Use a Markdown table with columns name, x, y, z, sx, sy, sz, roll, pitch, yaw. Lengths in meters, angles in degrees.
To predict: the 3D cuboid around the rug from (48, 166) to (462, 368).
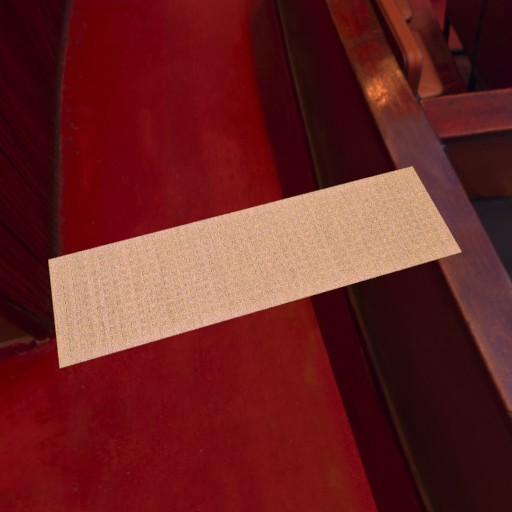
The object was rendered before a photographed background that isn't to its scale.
| name | x | y | z | sx | sy | sz | roll | pitch | yaw |
| --- | --- | --- | --- | --- | --- | --- | --- | --- | --- |
| rug | 0.000 | 0.000 | 2.716 | 2.437 | 0.006 | 0.686 | -15 | 64 | -8 |
